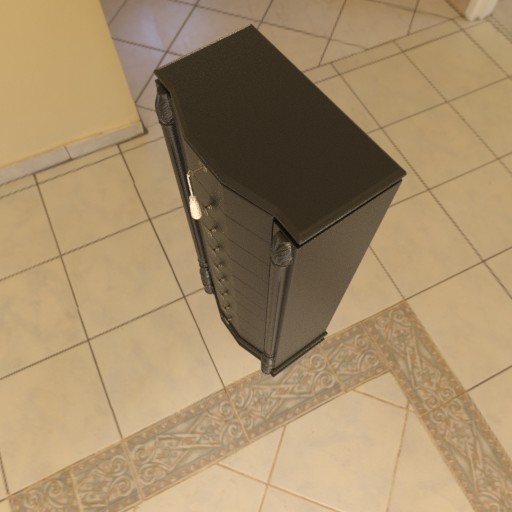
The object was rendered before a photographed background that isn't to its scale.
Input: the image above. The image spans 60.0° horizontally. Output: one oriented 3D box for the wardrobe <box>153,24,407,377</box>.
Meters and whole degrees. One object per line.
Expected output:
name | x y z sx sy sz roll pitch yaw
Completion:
wardrobe | 0.000 0.000 1.188 0.295 1.011 0.444 -33 69 -14
